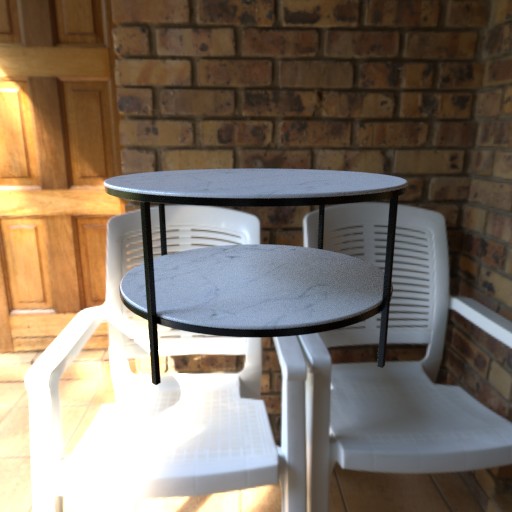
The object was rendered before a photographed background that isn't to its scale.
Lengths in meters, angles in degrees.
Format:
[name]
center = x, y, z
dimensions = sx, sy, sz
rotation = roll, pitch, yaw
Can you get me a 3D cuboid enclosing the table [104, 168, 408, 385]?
[table]
center = 0.000, 0.000, 1.282
dimensions = 0.800, 0.450, 0.800
rotation = 0, 15, 0
